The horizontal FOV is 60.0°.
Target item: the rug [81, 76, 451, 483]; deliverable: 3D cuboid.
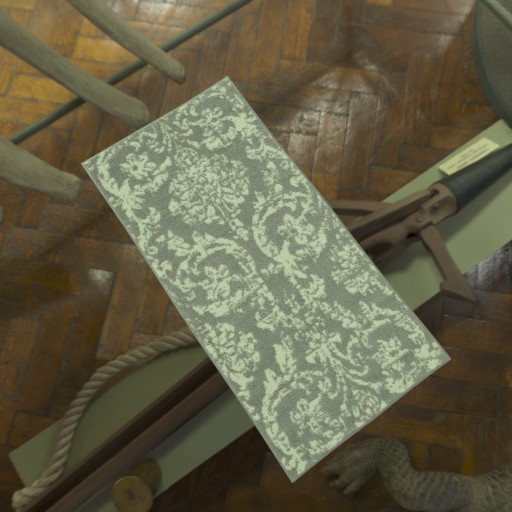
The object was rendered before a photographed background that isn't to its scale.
[{"bbox_3d":[0.000,0.000,1.433,0.604,0.007,1.219,-34,78,-8],"label":"rug"}]
